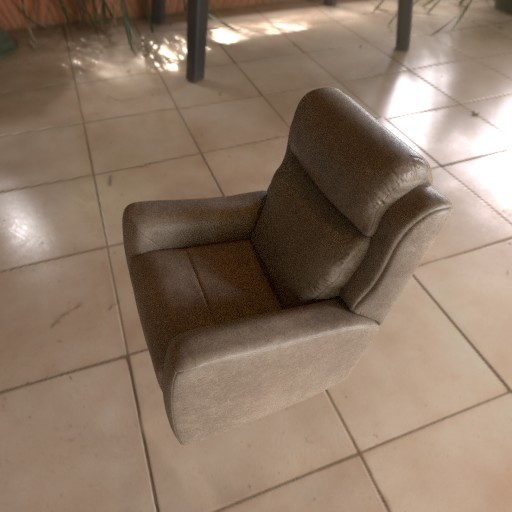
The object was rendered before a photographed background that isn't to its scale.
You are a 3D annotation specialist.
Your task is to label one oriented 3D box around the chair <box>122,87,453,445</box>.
[{"bbox_3d":[0.000,0.000,1.891,1.068,1.116,0.967,-16,47,-15],"label":"chair"}]
